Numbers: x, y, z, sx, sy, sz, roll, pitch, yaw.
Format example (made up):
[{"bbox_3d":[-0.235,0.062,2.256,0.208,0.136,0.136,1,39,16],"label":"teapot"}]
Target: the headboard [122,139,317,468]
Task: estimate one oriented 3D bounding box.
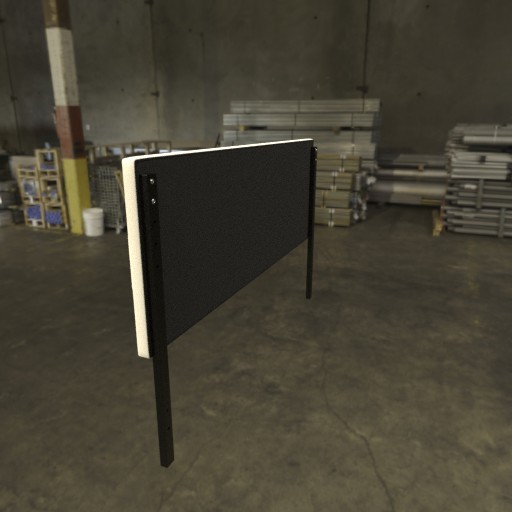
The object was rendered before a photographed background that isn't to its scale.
[{"bbox_3d":[0.000,0.000,2.887,0.120,1.410,2.362,7,18,23],"label":"headboard"}]
